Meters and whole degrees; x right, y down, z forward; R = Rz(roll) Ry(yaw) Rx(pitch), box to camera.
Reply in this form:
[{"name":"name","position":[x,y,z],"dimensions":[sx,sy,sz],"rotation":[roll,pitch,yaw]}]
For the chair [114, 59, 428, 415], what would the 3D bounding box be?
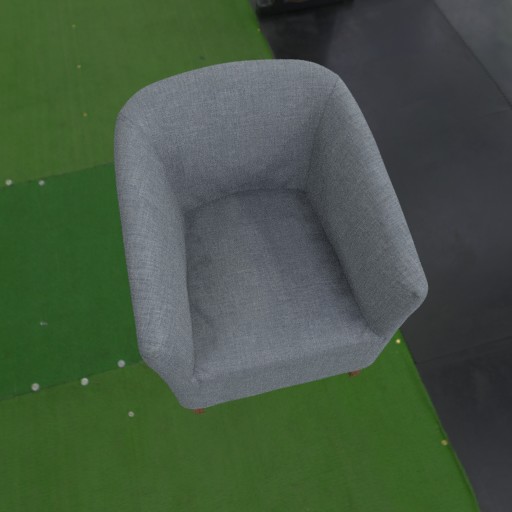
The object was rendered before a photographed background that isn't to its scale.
[{"name":"chair","position":[0.000,0.000,1.250],"dimensions":[0.600,0.771,0.668],"rotation":[-12,63,-6]}]
